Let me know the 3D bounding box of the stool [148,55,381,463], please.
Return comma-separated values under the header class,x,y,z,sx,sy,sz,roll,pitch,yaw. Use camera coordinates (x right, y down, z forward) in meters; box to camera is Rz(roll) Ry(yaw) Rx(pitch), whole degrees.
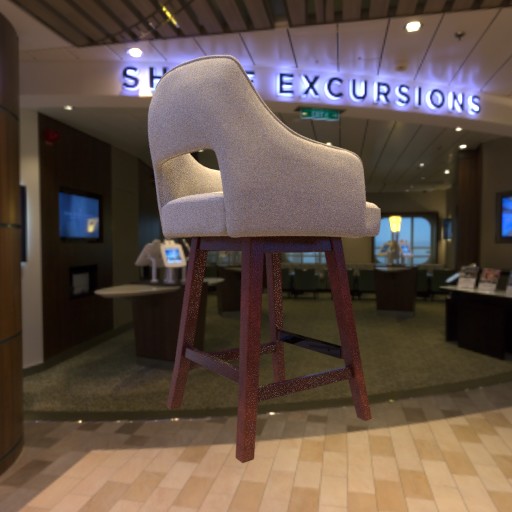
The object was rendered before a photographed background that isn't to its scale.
class,x,y,z,sx,sy,sz,roll,pitch,yaw
stool,0.000,0.000,1.276,0.560,0.936,0.550,-1,2,-35
